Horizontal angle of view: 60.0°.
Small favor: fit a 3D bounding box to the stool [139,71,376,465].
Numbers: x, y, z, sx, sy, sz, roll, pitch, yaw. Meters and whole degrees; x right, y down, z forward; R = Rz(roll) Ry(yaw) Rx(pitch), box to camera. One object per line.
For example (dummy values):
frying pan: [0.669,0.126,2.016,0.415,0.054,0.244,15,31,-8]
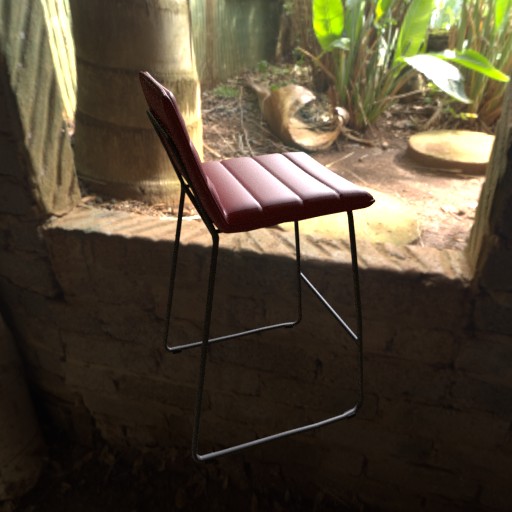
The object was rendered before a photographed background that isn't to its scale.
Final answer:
stool: [0.000,0.000,1.226,0.524,0.937,0.489,-10,30,-17]
